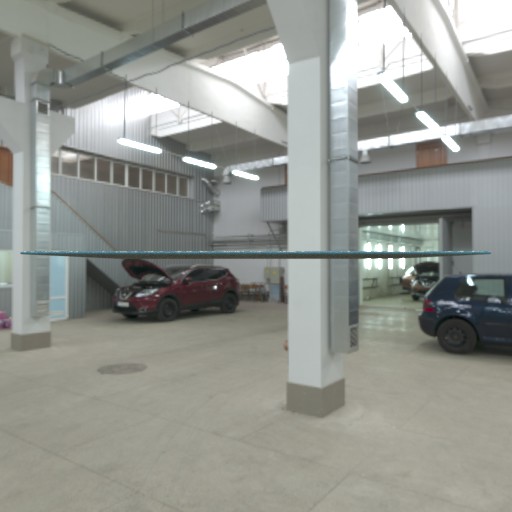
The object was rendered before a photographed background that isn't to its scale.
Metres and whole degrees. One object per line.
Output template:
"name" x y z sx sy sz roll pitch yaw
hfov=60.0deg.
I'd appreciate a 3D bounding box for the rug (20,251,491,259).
"rug" 0.000 0.000 3.488 2.746 0.018 1.816 0 -1 1
